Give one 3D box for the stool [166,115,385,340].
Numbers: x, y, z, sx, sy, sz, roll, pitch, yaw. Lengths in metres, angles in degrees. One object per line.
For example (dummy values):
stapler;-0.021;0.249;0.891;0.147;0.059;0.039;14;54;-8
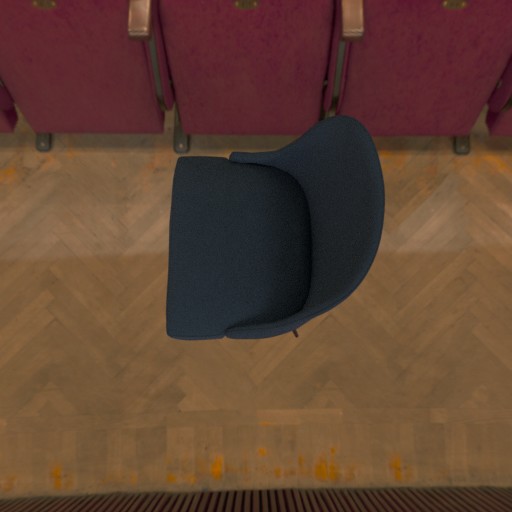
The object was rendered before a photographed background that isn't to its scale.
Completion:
stool;0.000;0.000;1.364;0.489;1.079;0.527;1;77;0
